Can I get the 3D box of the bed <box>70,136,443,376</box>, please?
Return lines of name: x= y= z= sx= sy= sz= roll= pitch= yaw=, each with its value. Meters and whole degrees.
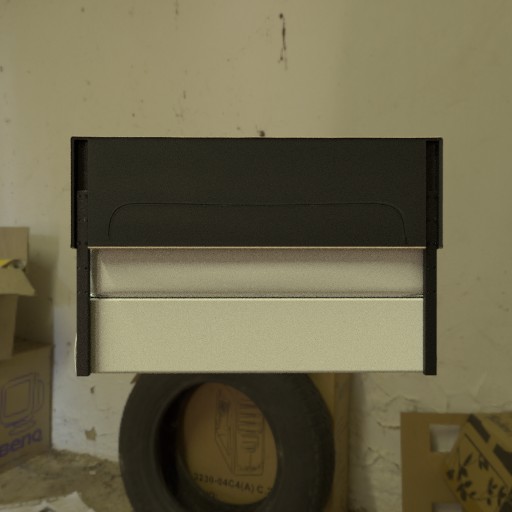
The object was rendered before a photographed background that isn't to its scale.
bed: x=0.000 y=0.000 z=2.803 sx=1.616 sy=1.016 sz=1.876 roll=0 pitch=0 yaw=-1
